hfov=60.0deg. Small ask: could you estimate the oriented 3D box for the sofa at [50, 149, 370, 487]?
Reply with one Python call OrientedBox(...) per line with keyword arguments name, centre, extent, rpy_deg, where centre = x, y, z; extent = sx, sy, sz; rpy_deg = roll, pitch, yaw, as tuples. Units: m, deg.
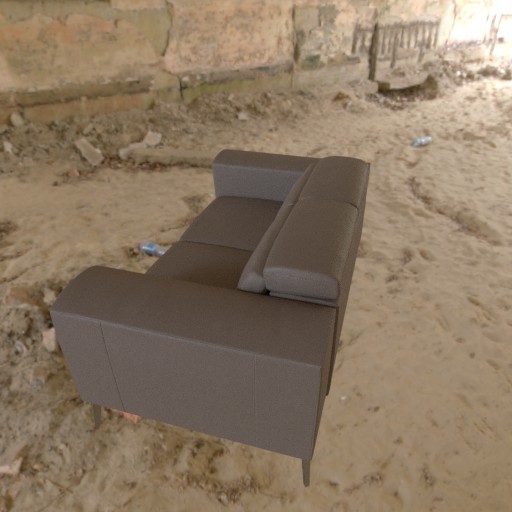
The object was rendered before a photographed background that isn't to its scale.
OrientedBox(name="sofa", centre=(0.000, 0.000, 2.324), extent=(1.003, 0.779, 1.895), rpy_deg=(9, 32, 14))
